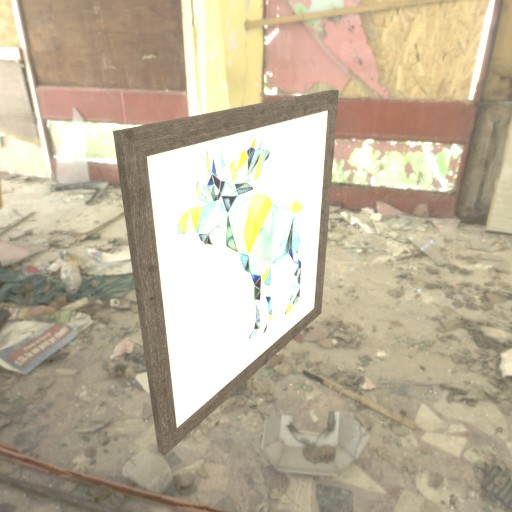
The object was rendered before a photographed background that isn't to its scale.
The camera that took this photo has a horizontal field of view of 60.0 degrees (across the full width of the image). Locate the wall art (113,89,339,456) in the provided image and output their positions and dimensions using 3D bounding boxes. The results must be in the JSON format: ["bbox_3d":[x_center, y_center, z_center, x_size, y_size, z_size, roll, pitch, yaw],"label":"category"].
[{"bbox_3d":[0.000,0.000,0.702,0.013,0.457,0.457,19,32,32],"label":"wall art"}]
